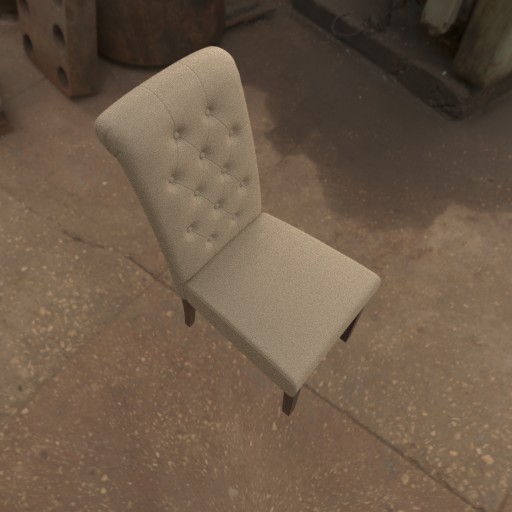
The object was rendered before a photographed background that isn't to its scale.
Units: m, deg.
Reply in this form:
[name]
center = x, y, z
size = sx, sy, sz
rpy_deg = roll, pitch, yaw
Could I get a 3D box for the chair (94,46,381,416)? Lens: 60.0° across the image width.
[chair]
center = 0.000, 0.000, 1.375
size = 0.671, 1.006, 0.456
rpy_deg = 35, 63, 21
